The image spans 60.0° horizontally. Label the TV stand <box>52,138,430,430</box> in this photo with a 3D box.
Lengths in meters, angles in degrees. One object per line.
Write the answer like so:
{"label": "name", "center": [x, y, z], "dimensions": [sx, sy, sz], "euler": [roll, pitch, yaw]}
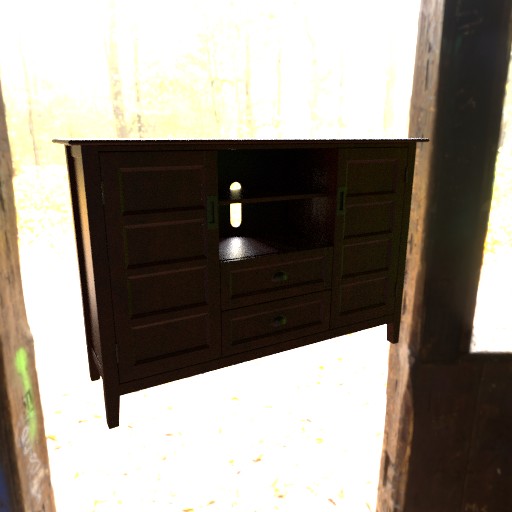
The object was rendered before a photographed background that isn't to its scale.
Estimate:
{"label": "TV stand", "center": [0.000, 0.000, 1.787], "dimensions": [1.372, 0.915, 0.445], "euler": [-8, 17, -28]}
